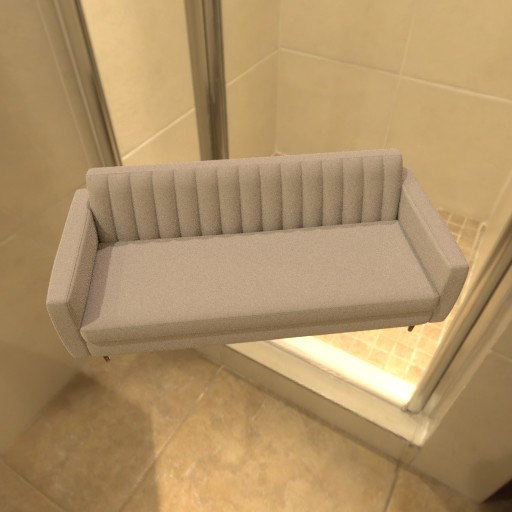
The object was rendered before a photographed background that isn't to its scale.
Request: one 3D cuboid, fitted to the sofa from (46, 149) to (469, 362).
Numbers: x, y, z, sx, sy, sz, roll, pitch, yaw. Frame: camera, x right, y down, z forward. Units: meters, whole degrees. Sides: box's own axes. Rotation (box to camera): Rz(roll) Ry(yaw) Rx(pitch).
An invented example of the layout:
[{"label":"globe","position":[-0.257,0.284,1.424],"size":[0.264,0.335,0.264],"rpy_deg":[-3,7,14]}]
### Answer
[{"label":"sofa","position":[0.000,0.000,2.776],"size":[2.291,0.821,0.990],"rpy_deg":[-5,46,-5]}]
